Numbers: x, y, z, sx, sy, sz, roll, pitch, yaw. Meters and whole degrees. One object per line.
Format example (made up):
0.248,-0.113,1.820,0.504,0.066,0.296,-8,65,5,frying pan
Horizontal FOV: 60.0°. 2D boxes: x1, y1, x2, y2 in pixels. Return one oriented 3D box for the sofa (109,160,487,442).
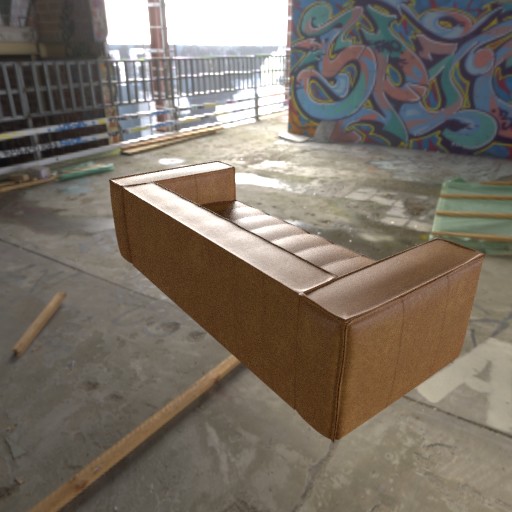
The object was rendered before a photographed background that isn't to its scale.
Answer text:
0.000,0.000,3.026,1.102,0.701,2.581,-18,31,-33,sofa
